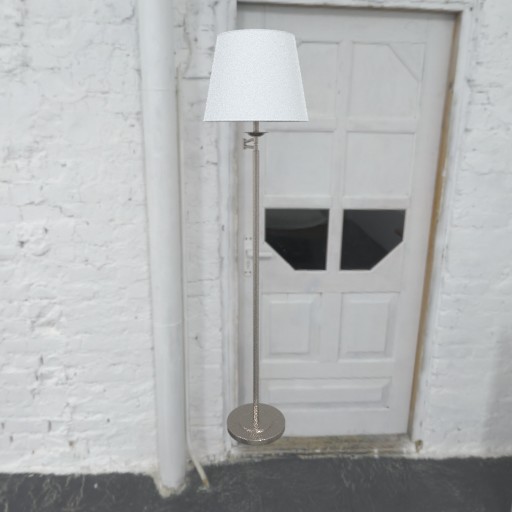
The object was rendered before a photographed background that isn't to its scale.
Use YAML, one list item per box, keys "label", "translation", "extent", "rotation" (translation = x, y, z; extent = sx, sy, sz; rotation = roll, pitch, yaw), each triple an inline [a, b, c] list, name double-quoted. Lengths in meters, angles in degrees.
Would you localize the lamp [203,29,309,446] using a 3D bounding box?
- label: "lamp"
  translation: [0.000, 0.000, 1.640]
  extent: [0.355, 1.473, 0.355]
  rotation: [0, 16, 0]
